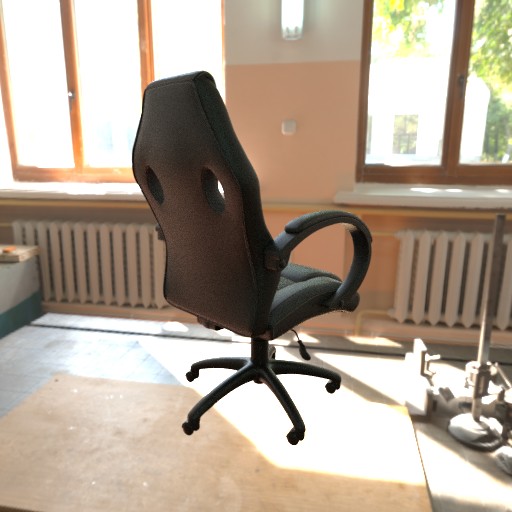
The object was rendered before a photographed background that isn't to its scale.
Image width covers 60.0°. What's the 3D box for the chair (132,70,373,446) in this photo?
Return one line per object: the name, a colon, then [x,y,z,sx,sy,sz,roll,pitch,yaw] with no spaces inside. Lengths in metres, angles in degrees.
chair: [0.000,0.000,1.641,0.724,1.187,0.673,-12,18,-42]
